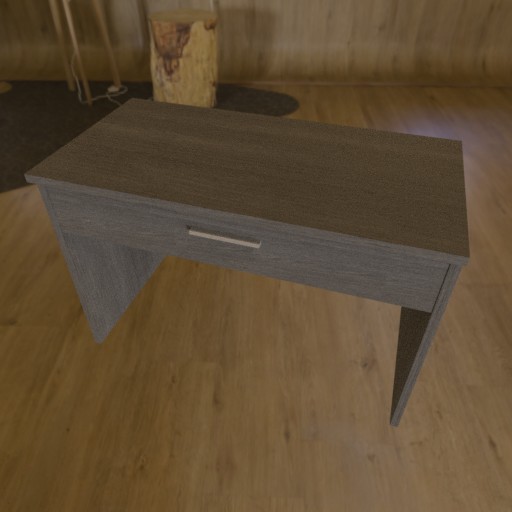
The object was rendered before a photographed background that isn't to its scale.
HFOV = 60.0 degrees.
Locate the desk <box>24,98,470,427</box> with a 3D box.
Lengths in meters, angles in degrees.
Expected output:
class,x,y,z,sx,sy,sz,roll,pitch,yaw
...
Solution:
class,x,y,z,sx,sy,sz,roll,pitch,yaw
desk,0.000,0.000,1.472,1.099,0.729,0.557,12,42,13
